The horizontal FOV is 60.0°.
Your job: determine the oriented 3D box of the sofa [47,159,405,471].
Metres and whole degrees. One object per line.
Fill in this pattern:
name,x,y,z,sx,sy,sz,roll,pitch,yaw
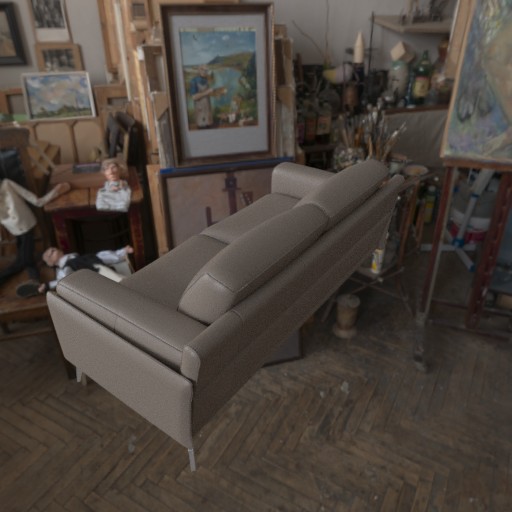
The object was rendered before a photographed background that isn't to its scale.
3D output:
sofa,0.000,0.000,2.598,1.049,0.930,2.101,21,38,30
